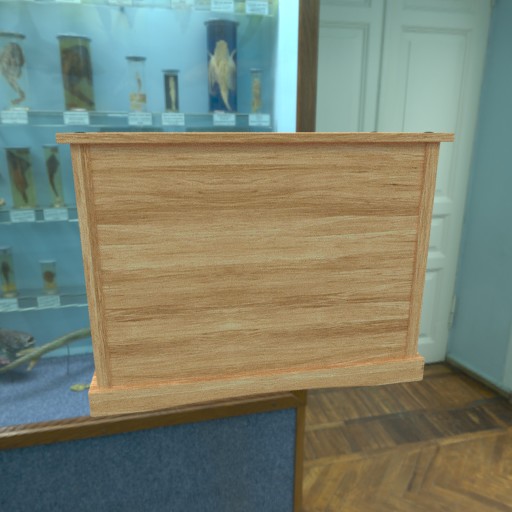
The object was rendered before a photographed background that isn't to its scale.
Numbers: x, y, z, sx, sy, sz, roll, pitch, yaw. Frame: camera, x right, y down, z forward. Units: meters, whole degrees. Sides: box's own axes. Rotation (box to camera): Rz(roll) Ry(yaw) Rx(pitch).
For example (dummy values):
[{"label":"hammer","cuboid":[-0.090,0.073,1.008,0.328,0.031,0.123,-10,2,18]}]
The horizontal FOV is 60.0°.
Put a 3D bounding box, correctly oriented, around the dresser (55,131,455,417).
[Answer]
[{"label":"dresser","cuboid":[0.000,0.000,1.371,0.990,0.740,0.410,-3,16,-10]}]
